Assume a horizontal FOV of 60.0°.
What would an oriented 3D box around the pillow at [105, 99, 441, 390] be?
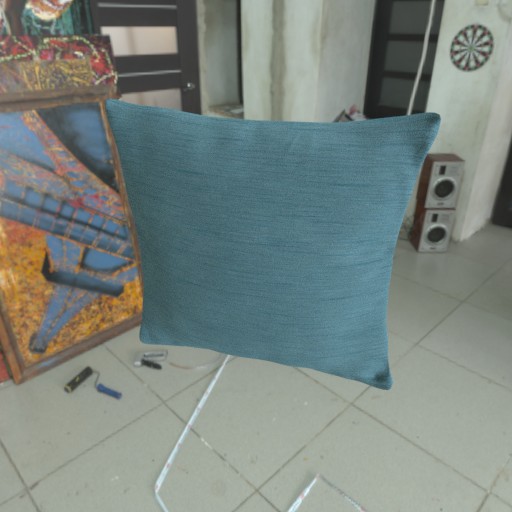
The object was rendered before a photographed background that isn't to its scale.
[{"bbox_3d":[0.000,0.000,0.637,0.433,0.415,0.151,8,28,14],"label":"pillow"}]
